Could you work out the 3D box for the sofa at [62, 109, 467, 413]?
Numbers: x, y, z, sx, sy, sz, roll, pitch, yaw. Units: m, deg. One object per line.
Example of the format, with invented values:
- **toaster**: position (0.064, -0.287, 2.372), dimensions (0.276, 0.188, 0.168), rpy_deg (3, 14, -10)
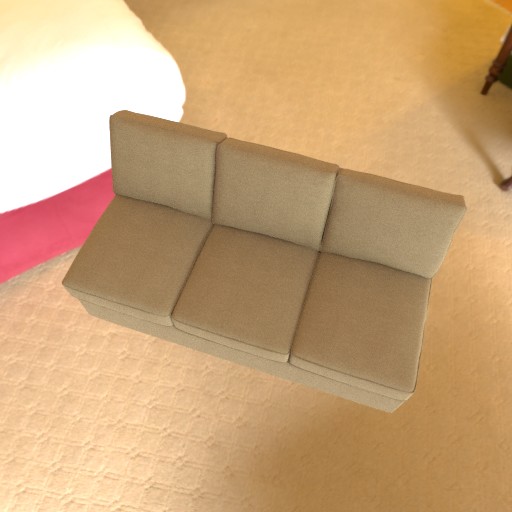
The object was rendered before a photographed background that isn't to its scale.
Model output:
- **sofa**: position (0.000, 0.000, 2.697), dimensions (2.092, 1.036, 1.127), rpy_deg (16, 59, 10)
